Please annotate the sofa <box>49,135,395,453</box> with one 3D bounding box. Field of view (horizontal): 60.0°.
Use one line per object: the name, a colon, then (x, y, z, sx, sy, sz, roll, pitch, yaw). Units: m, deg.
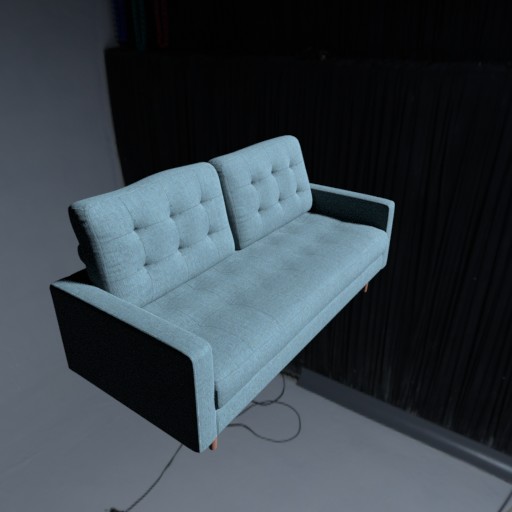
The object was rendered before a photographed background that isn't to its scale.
sofa: (0.000, 0.000, 2.566, 0.966, 1.050, 2.010, 18, 32, 31)
